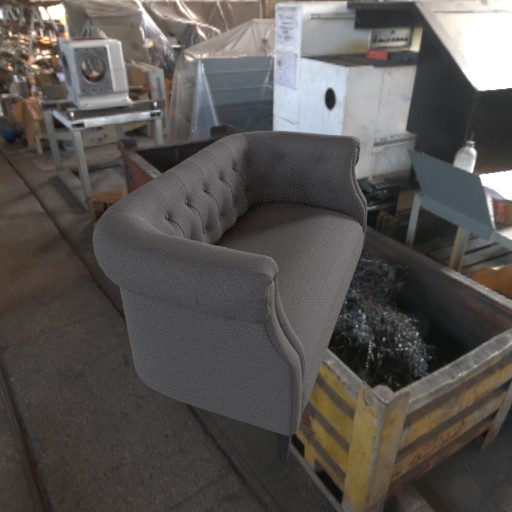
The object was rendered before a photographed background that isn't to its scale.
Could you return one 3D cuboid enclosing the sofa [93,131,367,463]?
[{"bbox_3d":[0.000,0.000,2.063,0.835,0.827,1.558,11,32,18],"label":"sofa"}]
